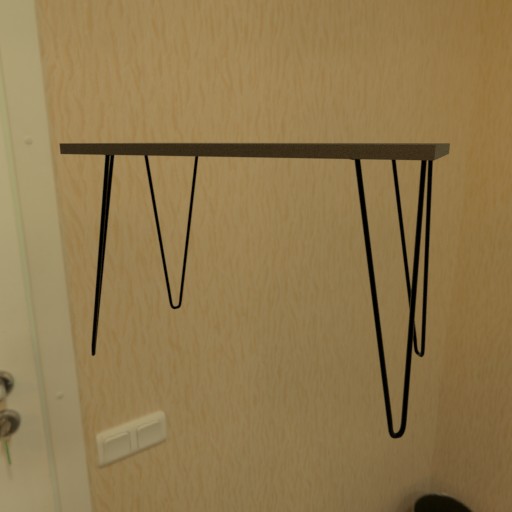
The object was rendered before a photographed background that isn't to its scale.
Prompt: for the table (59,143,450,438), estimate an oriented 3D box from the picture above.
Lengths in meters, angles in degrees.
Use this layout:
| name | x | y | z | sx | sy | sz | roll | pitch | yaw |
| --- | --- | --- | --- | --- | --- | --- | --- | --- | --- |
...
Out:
| name | x | y | z | sx | sy | sz | roll | pitch | yaw |
| --- | --- | --- | --- | --- | --- | --- | --- | --- | --- |
| table | 0.000 | 0.000 | 1.341 | 0.991 | 0.660 | 0.499 | 7 | 16 | 25 |
